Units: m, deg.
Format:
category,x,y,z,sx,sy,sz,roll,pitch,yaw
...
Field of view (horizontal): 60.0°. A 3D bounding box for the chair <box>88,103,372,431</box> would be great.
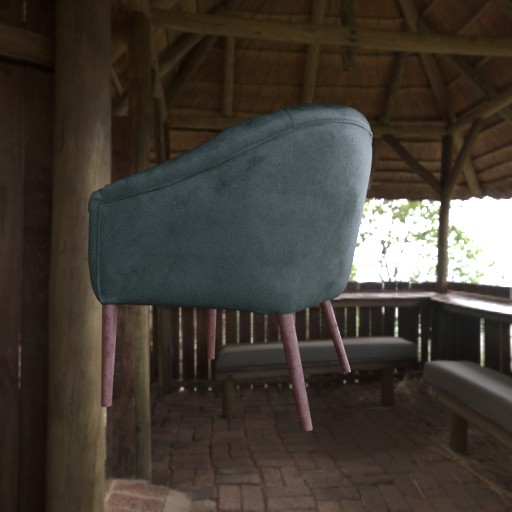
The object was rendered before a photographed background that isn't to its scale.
category,x,y,z,sx,sy,sz,roll,pitch,yaw
chair,0.000,0.000,1.511,0.776,0.885,0.851,0,-1,20
